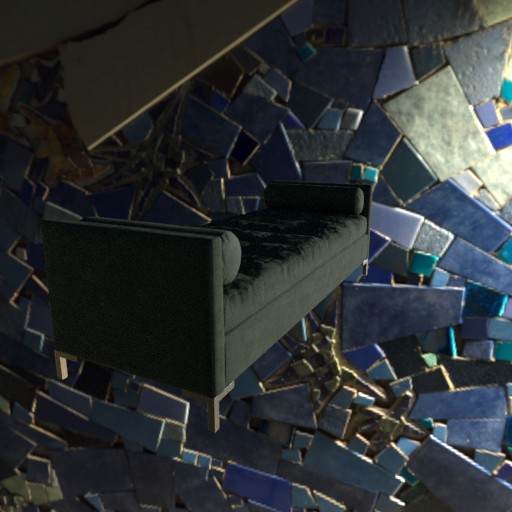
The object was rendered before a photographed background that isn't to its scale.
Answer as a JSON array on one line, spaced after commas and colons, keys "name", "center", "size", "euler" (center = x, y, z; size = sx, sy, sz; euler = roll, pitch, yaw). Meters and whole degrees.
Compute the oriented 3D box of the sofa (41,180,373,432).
[{"name": "sofa", "center": [0.000, 0.000, 2.461], "size": [0.797, 0.657, 2.102], "euler": [7, 16, 27]}]
